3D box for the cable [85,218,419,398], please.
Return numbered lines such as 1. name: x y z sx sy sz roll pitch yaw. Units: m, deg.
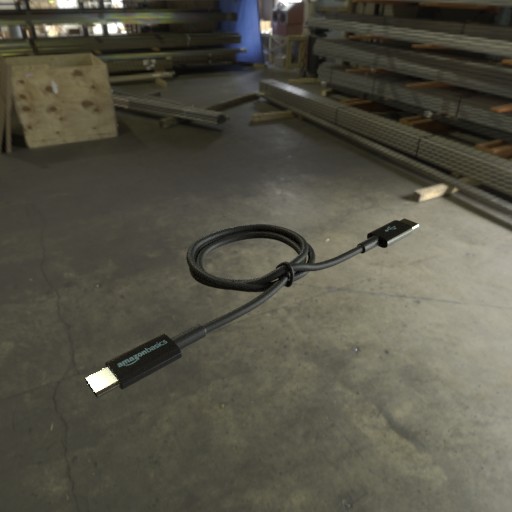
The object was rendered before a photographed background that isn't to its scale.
1. cable: 0.000 0.000 0.232 0.203 0.014 0.070 -24 39 -34
